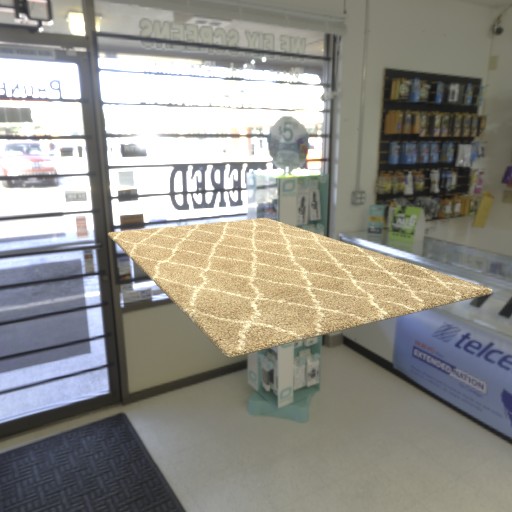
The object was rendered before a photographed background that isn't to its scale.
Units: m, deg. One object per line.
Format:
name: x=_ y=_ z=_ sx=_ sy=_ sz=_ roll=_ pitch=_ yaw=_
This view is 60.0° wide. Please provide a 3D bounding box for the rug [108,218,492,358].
rug: x=0.000 y=0.000 z=3.012 sx=1.524 sy=0.030 sz=2.438 roll=-8 pitch=17 yaw=-27
